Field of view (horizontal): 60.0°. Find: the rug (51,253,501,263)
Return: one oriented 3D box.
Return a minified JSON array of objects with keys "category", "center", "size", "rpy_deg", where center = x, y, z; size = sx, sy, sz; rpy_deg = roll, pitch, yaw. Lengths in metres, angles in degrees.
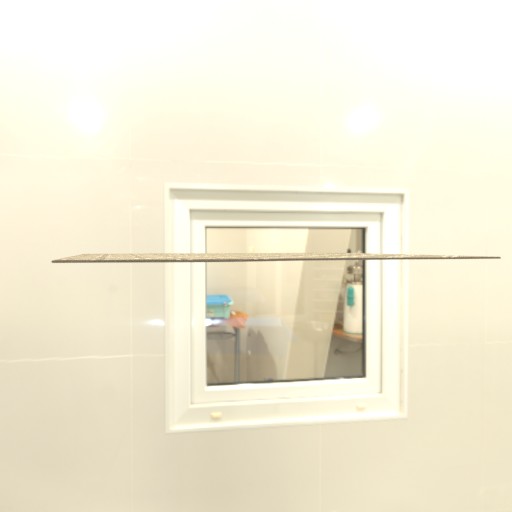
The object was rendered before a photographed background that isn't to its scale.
[{"category":"rug","center":[0.000,0.000,3.770],"size":[2.895,0.018,2.288],"rpy_deg":[0,1,-17]}]
